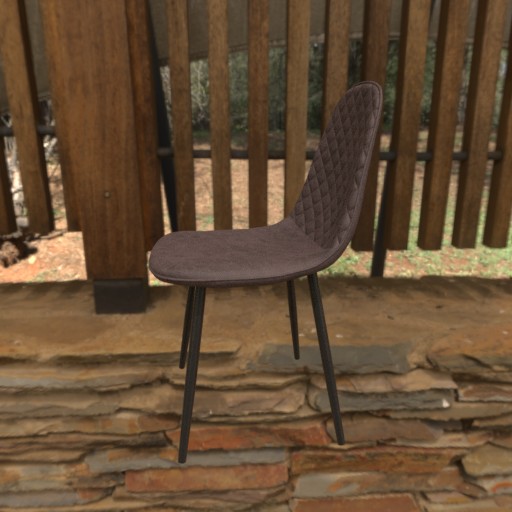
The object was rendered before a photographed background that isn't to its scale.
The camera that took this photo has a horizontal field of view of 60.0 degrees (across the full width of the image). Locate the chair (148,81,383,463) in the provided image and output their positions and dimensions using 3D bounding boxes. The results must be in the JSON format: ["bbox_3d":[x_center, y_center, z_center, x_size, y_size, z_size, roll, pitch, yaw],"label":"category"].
[{"bbox_3d":[0.000,0.000,1.199,0.561,0.889,0.472,-2,16,-9],"label":"chair"}]
